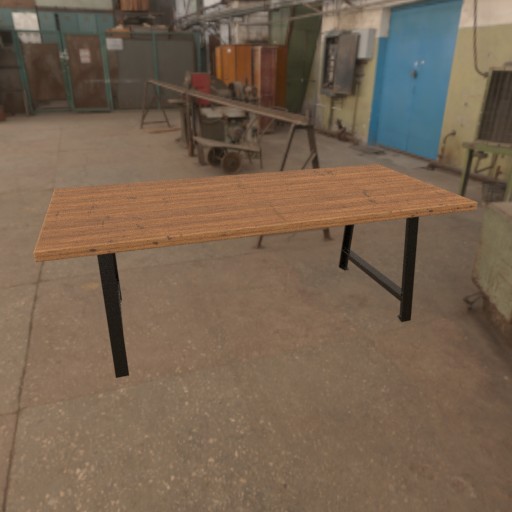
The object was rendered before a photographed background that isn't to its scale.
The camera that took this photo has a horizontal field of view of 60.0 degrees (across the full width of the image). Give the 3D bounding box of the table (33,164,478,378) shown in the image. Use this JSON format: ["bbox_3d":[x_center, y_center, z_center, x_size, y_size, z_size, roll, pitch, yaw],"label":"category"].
[{"bbox_3d":[0.000,0.000,2.672,2.200,0.757,1.000,-8,25,-16],"label":"table"}]
